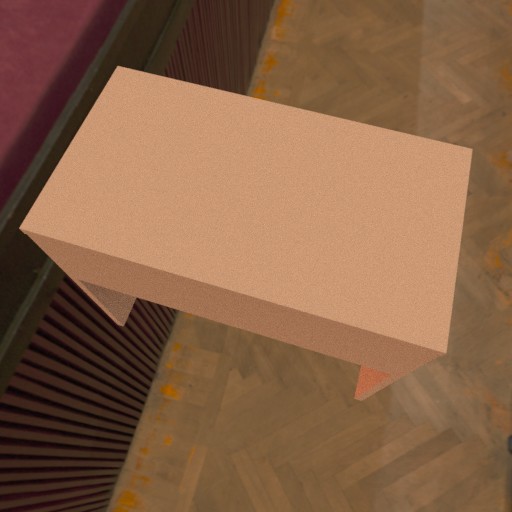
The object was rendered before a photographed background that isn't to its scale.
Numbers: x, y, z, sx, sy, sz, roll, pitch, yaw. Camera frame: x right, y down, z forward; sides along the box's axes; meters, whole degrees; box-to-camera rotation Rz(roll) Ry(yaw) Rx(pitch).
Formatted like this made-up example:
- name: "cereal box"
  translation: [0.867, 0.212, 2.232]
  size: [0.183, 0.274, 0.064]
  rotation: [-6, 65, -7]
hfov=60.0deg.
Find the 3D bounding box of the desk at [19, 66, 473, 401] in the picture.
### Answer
- name: "desk"
  translation: [0.000, 0.000, 1.316]
  size: [0.900, 0.729, 0.498]
  rotation: [16, 66, 7]
